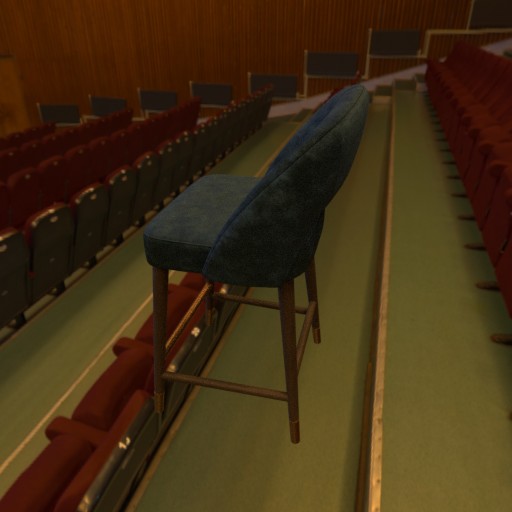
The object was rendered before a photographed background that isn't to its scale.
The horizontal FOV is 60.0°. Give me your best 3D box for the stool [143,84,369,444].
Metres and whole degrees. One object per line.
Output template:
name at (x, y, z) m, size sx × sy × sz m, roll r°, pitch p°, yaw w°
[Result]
stool at (0.000, 0.000, 1.264) m, size 0.524 × 0.925 × 0.536 m, roll 8°, pitch 30°, yaw 13°
